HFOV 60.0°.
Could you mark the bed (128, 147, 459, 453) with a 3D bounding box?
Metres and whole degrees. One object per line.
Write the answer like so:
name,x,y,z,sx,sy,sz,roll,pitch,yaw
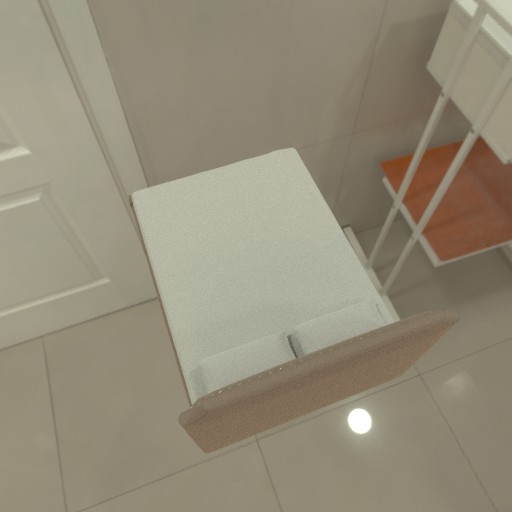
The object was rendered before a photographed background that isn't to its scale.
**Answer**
bed,0.000,0.000,3.515,1.713,1.443,2.372,-18,61,-10
